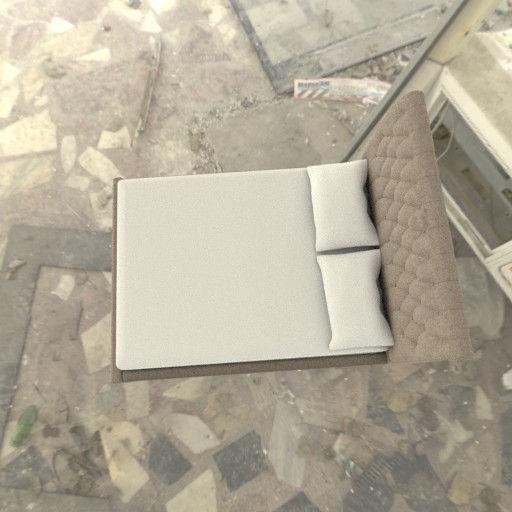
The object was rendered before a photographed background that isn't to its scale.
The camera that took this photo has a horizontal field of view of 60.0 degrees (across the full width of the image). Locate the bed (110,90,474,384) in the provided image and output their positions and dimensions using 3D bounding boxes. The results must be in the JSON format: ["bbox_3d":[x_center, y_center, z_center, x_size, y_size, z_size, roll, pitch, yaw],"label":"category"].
[{"bbox_3d":[0.000,0.000,3.190,2.252,1.371,1.645,-4,75,-1],"label":"bed"}]
